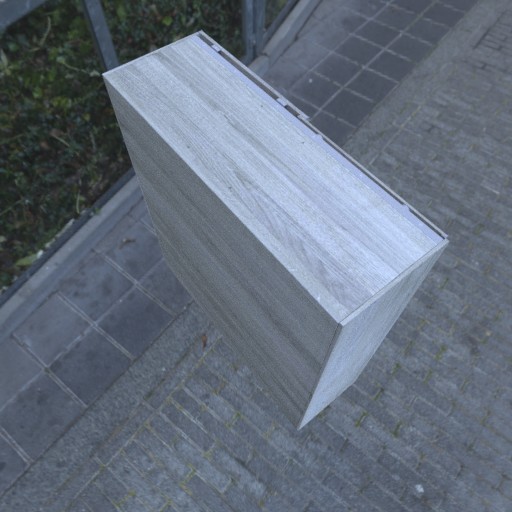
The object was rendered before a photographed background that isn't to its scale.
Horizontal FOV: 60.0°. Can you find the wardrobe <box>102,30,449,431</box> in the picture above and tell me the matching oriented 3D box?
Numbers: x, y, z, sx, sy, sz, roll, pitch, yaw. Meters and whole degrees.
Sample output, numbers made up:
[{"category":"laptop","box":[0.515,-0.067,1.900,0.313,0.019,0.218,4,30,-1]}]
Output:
[{"category":"wardrobe","box":[0.000,0.000,2.857,0.629,1.960,1.780,-34,64,-19]}]
